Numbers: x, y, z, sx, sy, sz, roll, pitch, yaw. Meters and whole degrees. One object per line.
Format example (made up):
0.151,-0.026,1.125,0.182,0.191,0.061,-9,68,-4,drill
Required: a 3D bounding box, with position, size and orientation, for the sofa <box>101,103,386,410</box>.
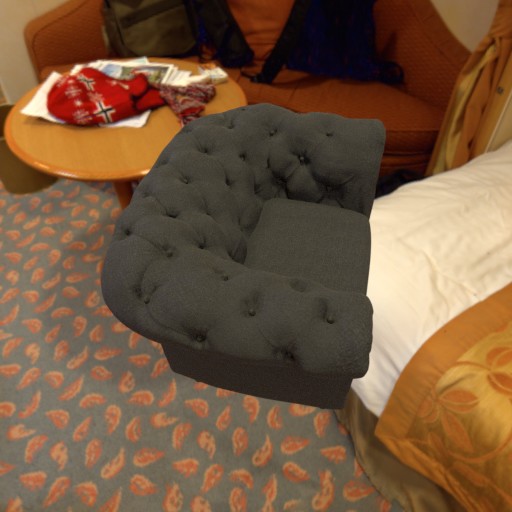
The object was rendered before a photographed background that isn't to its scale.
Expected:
0.000,0.000,2.044,1.032,0.878,1.405,10,47,9,sofa
